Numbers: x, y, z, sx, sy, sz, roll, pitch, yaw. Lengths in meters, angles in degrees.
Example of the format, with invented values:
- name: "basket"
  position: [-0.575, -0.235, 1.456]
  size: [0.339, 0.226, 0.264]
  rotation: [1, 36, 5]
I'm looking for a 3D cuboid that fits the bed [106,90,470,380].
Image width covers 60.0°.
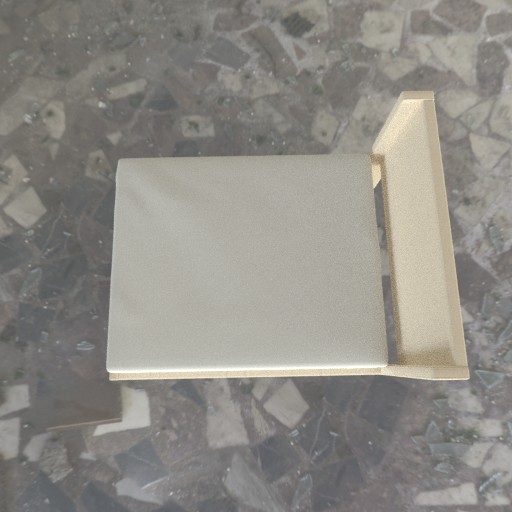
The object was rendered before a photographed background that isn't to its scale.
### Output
- name: "bed"
  position: [0.000, 0.000, 3.297]
  size: [2.280, 1.471, 1.765]
  rotation: [-1, 77, 0]
